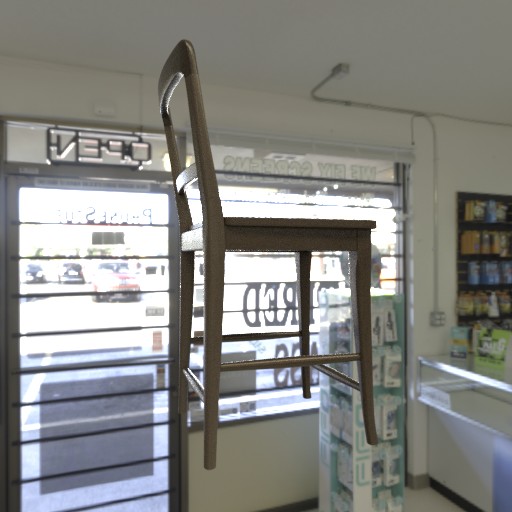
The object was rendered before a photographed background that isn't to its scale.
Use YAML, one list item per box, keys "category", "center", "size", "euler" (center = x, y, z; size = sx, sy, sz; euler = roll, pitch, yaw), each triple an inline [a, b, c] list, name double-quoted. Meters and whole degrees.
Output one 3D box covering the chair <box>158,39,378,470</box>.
- category: "chair"
  center: [0.000, 0.000, 1.277]
  size: [0.546, 0.991, 0.450]
  euler: [0, 0, -19]
